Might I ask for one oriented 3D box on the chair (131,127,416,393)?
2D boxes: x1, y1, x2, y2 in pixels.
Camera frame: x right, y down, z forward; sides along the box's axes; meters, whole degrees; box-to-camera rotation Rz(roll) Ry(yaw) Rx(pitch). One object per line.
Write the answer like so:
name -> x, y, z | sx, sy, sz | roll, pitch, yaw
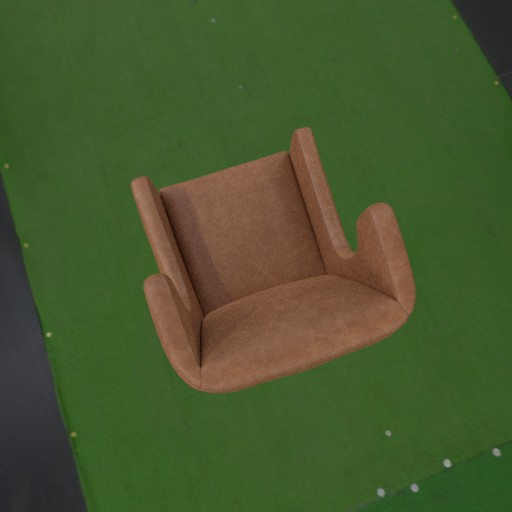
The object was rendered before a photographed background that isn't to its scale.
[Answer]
chair -> 0.000, 0.000, 1.693 | 0.766, 1.079, 0.899 | -18, 76, -5
